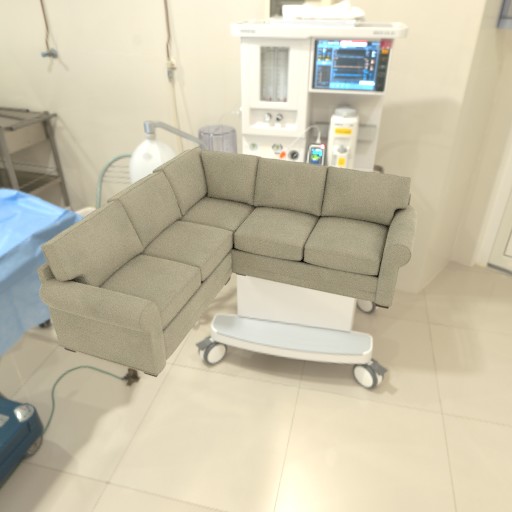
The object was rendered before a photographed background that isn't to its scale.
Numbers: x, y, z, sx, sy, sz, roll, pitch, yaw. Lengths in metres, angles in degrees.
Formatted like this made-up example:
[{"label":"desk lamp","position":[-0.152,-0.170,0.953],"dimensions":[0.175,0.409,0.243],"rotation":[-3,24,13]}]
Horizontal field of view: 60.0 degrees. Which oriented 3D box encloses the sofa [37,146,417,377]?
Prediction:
[{"label":"sofa","position":[0.000,0.000,3.900],"dimensions":[2.562,1.053,2.487],"rotation":[11,33,17]}]
